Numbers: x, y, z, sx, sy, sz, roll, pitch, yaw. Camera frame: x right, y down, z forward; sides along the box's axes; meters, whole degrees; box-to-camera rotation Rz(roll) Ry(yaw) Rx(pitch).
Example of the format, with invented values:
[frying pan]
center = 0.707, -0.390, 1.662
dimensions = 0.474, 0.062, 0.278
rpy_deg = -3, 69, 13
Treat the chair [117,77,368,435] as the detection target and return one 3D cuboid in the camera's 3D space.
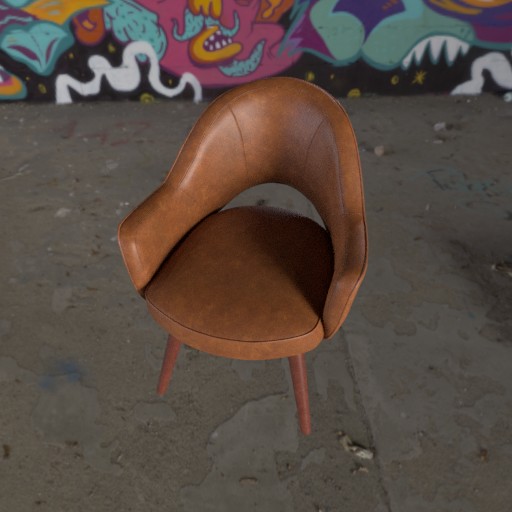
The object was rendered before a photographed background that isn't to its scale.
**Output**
[chair]
center = 0.000, 0.000, 1.239
dimensions = 0.591, 0.777, 0.640
rpy_deg = 11, 41, 13
